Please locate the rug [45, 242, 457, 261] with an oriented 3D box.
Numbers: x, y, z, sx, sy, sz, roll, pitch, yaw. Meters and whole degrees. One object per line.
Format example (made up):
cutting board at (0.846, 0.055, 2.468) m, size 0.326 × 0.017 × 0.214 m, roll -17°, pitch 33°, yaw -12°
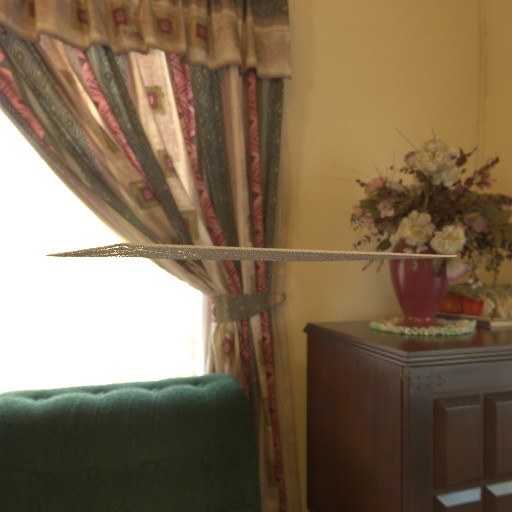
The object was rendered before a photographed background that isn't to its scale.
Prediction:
rug at (0.000, 0.000, 3.121) m, size 2.459 × 0.023 × 1.575 m, roll 1°, pitch -2°, yaw -35°
